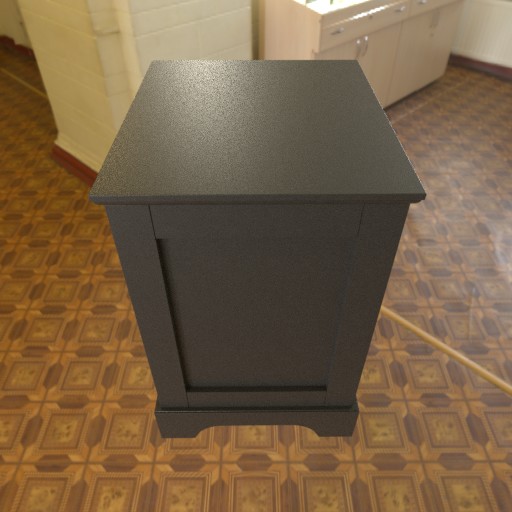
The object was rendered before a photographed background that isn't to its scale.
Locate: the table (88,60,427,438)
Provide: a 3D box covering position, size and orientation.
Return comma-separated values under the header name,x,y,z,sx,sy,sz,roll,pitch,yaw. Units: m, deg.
name,x,y,z,sx,sy,sz,roll,pitch,yaw
table,0.000,0.000,0.894,0.399,0.610,0.460,0,42,0
